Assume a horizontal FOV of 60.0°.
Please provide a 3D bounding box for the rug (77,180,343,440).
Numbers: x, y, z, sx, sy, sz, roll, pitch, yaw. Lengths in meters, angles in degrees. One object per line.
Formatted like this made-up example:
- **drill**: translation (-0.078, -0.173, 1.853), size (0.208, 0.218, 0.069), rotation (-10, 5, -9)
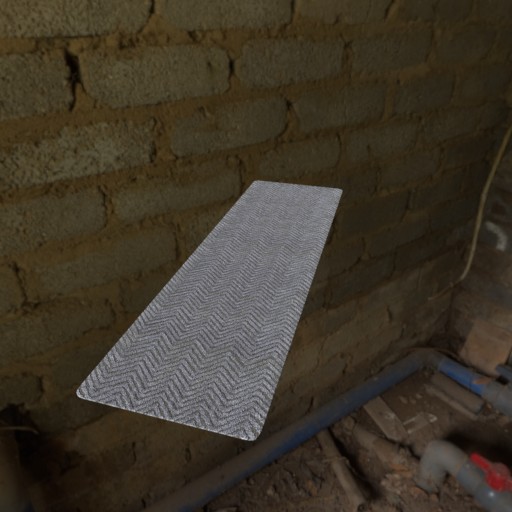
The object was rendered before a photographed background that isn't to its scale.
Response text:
- **rug**: translation (0.000, 0.000, 2.445), size (0.686, 0.008, 2.286), rotation (8, 31, 14)
